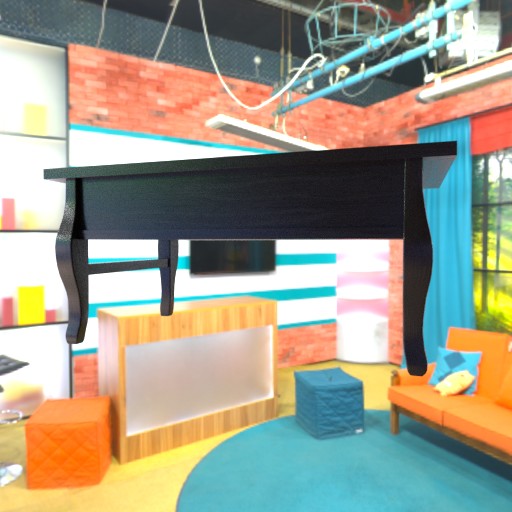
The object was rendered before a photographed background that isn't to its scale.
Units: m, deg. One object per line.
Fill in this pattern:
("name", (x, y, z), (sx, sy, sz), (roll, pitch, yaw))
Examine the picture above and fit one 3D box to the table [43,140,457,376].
("table", (0.000, 0.000, 1.351), (1.062, 0.494, 0.600), (1, 2, 19))
